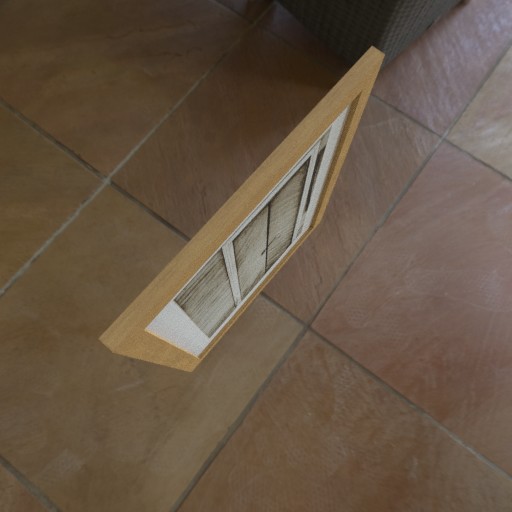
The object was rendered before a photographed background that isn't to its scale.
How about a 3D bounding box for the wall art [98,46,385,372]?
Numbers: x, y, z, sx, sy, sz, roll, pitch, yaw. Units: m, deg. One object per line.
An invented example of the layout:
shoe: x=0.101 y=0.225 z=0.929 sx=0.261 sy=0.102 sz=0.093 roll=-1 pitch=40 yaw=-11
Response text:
wall art: x=0.000 y=0.000 z=0.754 sx=0.020 sy=0.561 sz=0.460 roll=39 pitch=77 yaw=11
